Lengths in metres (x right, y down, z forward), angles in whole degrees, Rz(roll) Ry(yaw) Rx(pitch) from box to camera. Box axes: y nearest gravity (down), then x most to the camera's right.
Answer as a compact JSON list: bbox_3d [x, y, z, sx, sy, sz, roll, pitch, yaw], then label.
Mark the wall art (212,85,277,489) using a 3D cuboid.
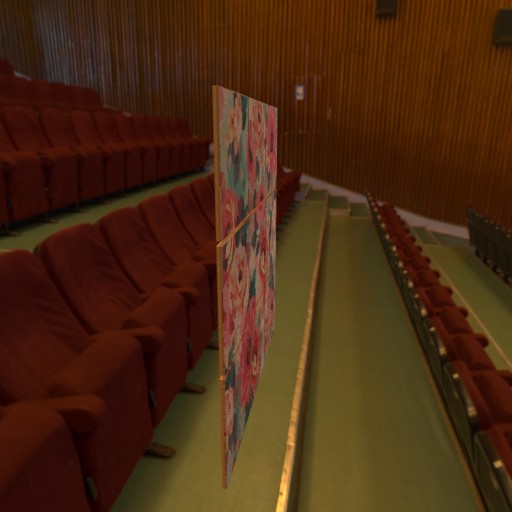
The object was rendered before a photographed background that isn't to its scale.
[{"bbox_3d":[0.000,0.000,1.375,0.012,0.910,0.911,3,16,9],"label":"wall art"}]
